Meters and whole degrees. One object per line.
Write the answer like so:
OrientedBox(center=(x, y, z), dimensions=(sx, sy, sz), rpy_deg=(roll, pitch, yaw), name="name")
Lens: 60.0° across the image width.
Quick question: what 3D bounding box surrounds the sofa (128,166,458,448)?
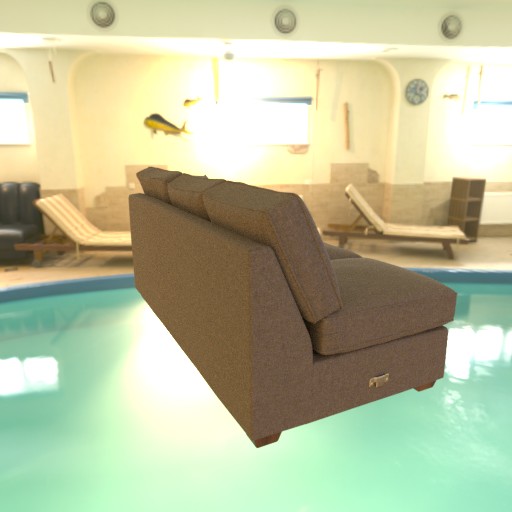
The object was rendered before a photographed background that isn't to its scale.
OrientedBox(center=(0.000, 0.000, 2.536), dimensions=(1.034, 0.946, 1.963), rpy_deg=(-7, 16, -26), name="sofa")
